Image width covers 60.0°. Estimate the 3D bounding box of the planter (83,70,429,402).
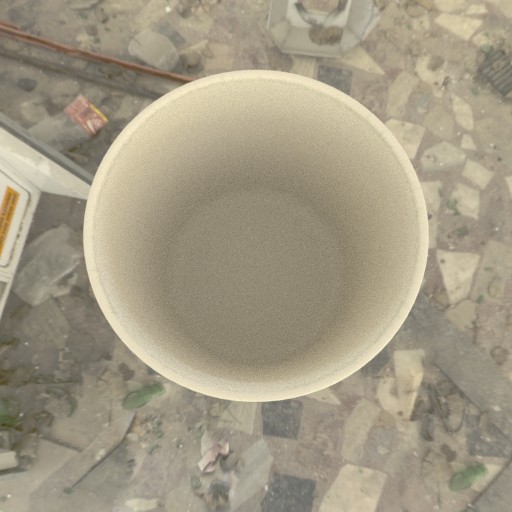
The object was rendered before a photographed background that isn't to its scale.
[{"bbox_3d":[0.000,0.000,0.758,0.440,0.398,0.440,0,77,0],"label":"planter"}]
